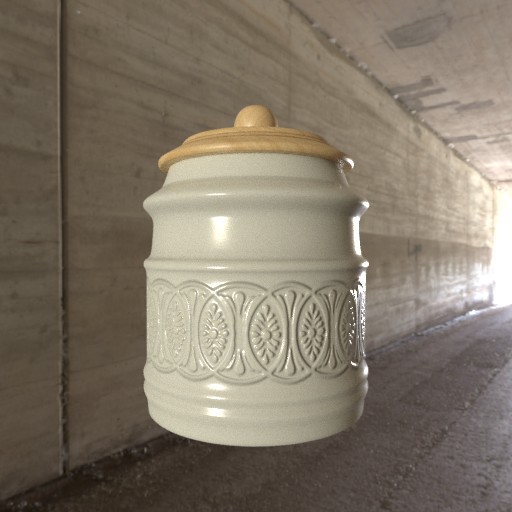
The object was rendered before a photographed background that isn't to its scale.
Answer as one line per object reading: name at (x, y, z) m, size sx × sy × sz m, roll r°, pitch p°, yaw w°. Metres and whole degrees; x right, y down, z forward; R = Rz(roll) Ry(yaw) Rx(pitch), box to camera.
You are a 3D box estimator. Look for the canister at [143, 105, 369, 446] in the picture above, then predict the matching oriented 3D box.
canister at (0.000, 0.000, 0.263) m, size 0.130 × 0.176 × 0.130 m, roll 0°, pitch 1°, yaw 0°
